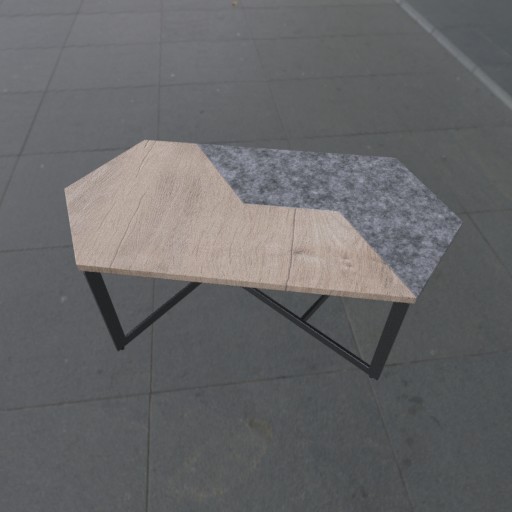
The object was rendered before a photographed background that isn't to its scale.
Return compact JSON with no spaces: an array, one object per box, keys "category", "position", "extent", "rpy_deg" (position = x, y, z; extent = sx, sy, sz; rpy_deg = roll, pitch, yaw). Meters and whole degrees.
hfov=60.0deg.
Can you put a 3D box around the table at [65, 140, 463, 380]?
[{"category":"table","position":[0.000,0.000,1.512],"extent":[1.219,0.457,0.609],"rpy_deg":[5,47,5]}]
